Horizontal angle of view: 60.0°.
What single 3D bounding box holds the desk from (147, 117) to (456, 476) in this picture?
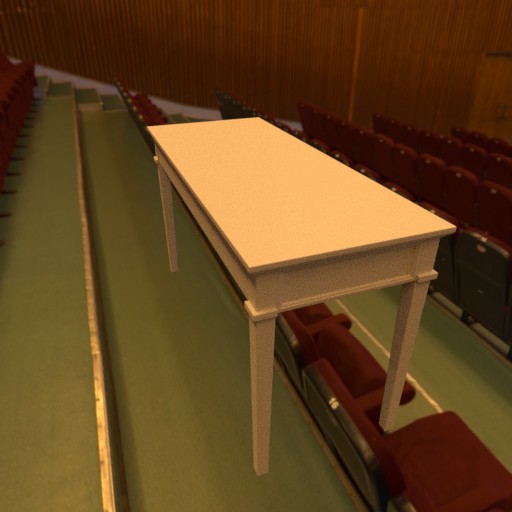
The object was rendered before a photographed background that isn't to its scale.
[{"bbox_3d":[0.000,0.000,1.778,0.559,0.774,1.372,-11,31,-18],"label":"desk"}]
